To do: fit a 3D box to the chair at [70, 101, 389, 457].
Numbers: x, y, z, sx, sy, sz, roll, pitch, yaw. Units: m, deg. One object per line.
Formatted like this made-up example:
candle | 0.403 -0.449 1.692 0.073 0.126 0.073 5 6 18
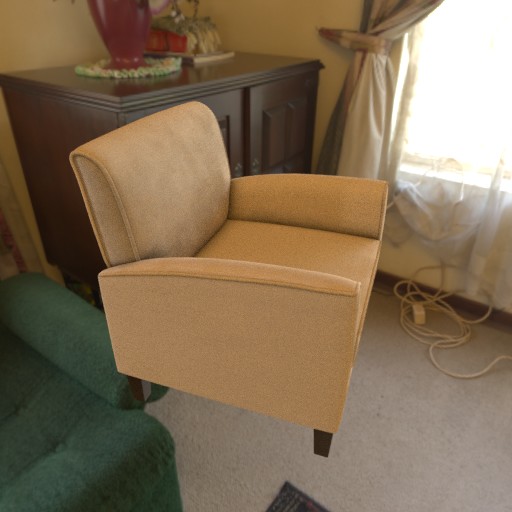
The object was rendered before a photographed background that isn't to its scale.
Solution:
chair | 0.000 0.000 1.579 0.821 0.915 0.820 10 31 17
